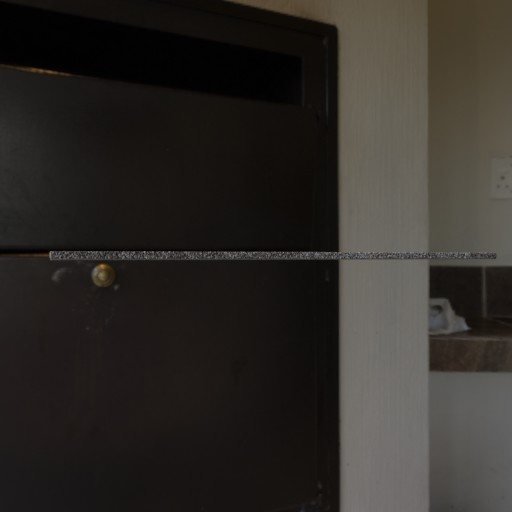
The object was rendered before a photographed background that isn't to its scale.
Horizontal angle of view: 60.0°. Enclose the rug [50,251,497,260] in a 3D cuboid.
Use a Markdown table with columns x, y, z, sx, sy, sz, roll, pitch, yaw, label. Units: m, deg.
| x | y | z | sx | sy | sz | roll | pitch | yaw | label |
| --- | --- | --- | --- | --- | --- | --- | --- | --- | --- |
| 0.000 | 0.000 | 2.059 | 1.601 | 0.025 | 1.198 | 0 | 0 | -18 | rug |
